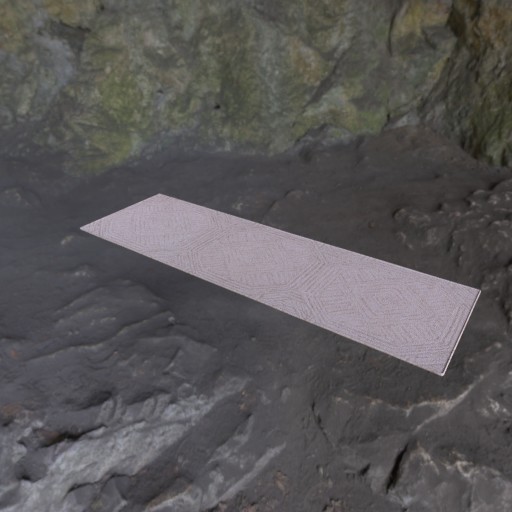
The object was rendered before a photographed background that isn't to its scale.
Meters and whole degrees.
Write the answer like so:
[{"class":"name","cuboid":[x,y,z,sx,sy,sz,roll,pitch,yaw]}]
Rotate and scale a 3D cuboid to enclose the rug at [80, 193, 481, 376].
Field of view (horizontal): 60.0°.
[{"class":"rug","cuboid":[0.000,0.000,2.748,2.452,0.012,0.775,19,35,30]}]
